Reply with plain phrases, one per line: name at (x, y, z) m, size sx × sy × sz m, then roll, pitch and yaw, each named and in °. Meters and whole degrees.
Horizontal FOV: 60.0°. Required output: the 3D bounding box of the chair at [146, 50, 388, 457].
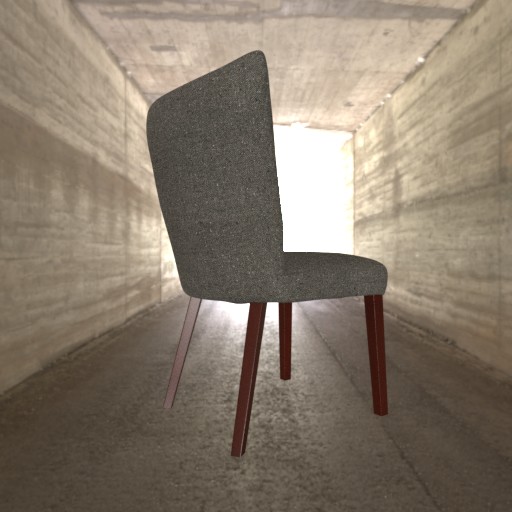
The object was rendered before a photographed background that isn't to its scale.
chair at (0.000, 0.000, 1.303) m, size 0.623 × 0.924 × 0.535 m, roll 0°, pitch 0°, yaw -35°
